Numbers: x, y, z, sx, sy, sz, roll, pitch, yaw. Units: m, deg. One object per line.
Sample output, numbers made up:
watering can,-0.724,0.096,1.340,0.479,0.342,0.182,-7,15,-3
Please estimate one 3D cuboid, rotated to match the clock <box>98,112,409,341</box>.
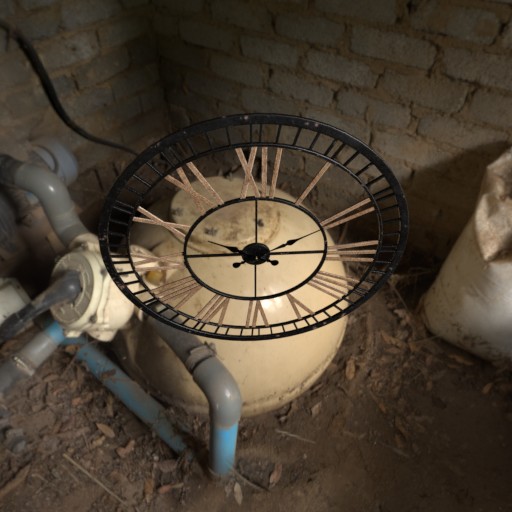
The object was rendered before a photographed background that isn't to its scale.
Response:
clock,0.000,0.000,1.235,0.843,0.843,0.025,-2,45,-2
